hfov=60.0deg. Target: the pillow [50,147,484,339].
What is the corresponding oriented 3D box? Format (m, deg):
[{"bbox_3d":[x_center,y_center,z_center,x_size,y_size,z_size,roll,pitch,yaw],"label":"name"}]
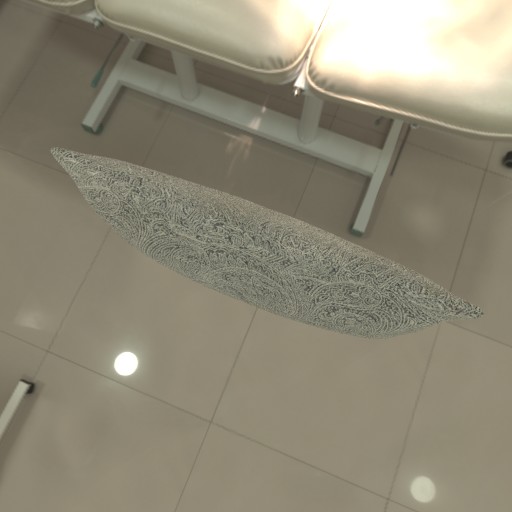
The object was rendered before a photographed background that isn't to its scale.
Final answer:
[{"bbox_3d":[0.000,0.000,0.723,0.615,0.295,0.151,21,76,5],"label":"pillow"}]
